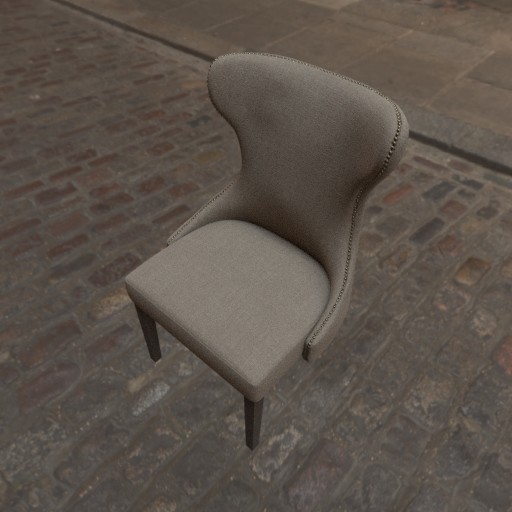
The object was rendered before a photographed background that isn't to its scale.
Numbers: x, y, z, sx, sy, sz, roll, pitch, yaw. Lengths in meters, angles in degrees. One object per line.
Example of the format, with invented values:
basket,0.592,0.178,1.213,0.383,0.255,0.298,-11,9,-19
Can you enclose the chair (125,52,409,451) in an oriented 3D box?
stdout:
chair,0.000,0.000,1.351,0.628,0.967,0.635,32,54,28
